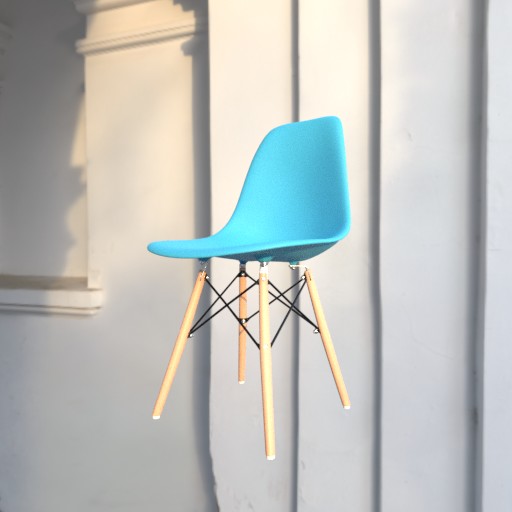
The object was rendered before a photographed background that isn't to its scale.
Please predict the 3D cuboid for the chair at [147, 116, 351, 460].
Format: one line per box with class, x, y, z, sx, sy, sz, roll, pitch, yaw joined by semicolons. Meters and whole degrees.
chair;0.000;0.000;1.167;0.470;0.826;0.531;1;2;37
